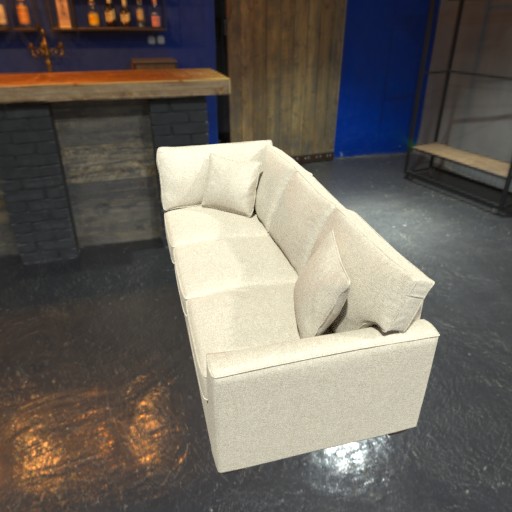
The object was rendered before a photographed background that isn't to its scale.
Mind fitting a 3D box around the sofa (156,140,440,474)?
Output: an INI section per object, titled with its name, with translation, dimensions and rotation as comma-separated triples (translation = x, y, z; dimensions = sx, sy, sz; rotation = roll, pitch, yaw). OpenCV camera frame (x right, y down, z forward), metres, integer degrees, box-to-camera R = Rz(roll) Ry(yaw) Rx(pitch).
[sofa]
translation = 0.000, 0.000, 2.836
dimensions = 1.053, 0.948, 2.323
rotation = -7, 30, -13
